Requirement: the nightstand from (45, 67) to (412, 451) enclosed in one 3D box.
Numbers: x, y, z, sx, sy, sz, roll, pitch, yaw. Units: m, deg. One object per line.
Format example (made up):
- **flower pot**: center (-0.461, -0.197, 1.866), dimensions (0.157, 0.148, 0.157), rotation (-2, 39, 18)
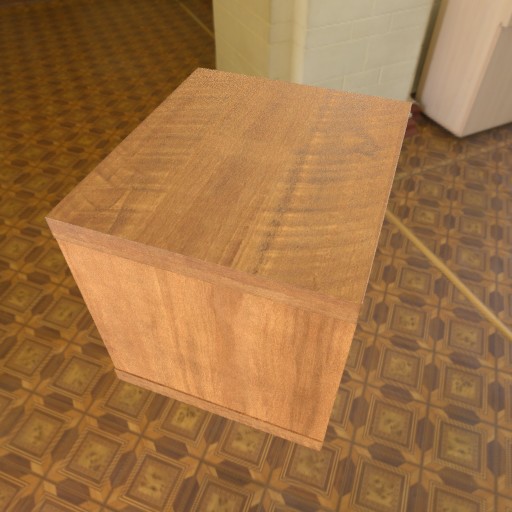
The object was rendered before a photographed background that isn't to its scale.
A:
- **nightstand**: center (0.000, 0.000, 0.885), dimensions (0.436, 0.491, 0.493), rotation (15, 49, 13)
